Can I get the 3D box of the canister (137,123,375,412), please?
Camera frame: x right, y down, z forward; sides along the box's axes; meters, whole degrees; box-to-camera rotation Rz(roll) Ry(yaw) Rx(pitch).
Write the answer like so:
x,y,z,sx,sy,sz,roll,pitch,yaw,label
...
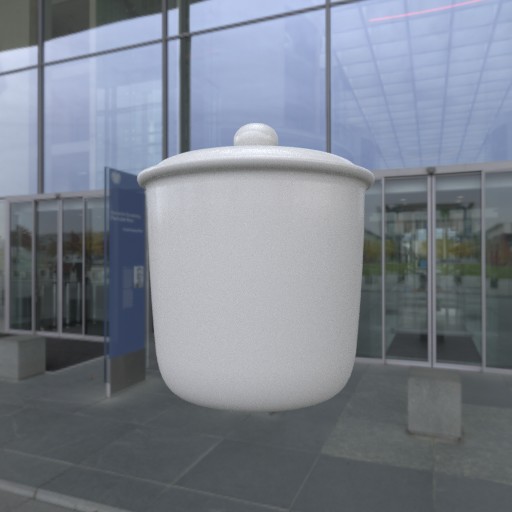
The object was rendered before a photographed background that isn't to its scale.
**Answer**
x,y,z,sx,sy,sz,roll,pitch,yaw,label
0.000,0.000,0.351,0.182,0.208,0.182,0,0,0,canister
